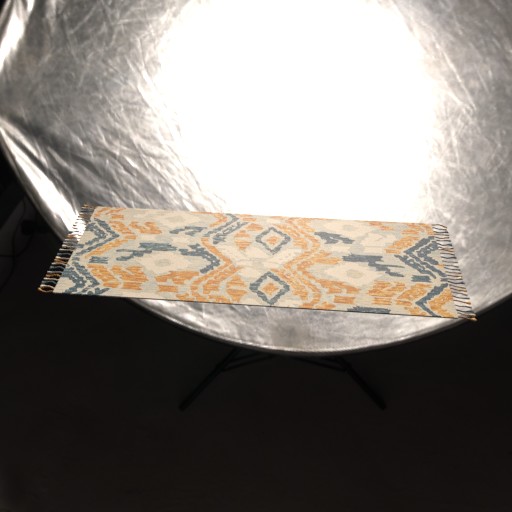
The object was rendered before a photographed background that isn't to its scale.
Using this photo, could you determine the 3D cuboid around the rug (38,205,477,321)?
[{"bbox_3d":[0.000,0.000,2.705,2.437,0.010,0.783,3,46,3],"label":"rug"}]
